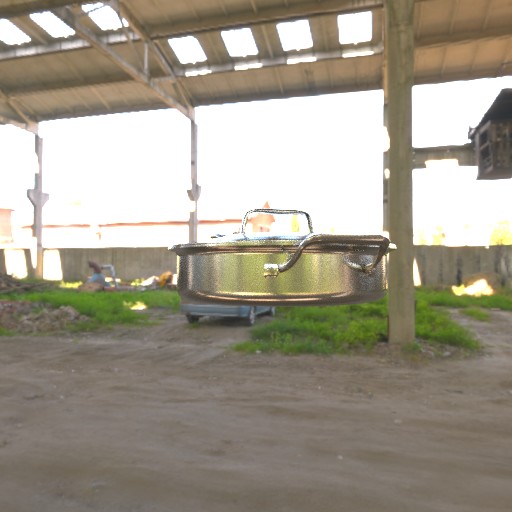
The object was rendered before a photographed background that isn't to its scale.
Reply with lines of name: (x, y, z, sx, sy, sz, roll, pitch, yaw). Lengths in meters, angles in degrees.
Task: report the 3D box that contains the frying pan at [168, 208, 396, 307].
frying pan: (0.000, 0.000, 0.658, 0.280, 0.114, 0.561, 0, -2, -18)
